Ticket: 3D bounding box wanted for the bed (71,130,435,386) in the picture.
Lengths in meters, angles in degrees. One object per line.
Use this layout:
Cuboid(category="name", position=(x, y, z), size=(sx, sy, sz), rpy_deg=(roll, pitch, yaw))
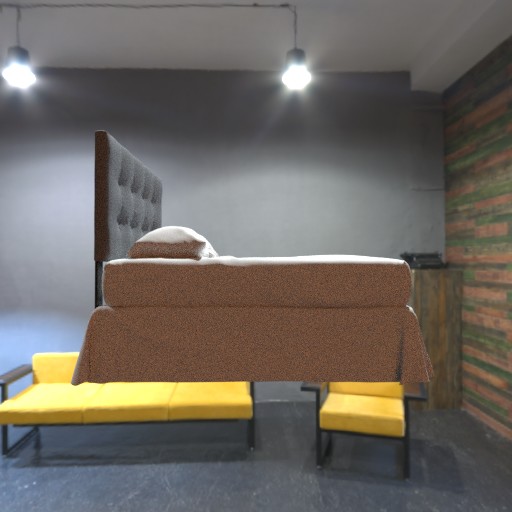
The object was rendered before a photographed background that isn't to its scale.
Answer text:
Cuboid(category="bed", position=(0.000, 0.000, 3.595), size=(2.222, 1.577, 1.936), rpy_deg=(0, -1, 0))
